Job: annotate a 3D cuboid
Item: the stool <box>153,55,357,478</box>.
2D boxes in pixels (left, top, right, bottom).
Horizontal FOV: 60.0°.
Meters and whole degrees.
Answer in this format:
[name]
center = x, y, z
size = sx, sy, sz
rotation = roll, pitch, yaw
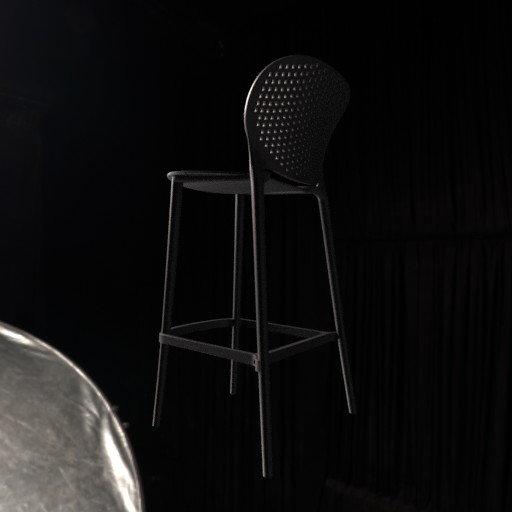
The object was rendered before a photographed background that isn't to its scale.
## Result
[stool]
center = 0.000, 0.000, 1.383
size = 0.535, 1.045, 0.536
rotation = 0, 0, 35
